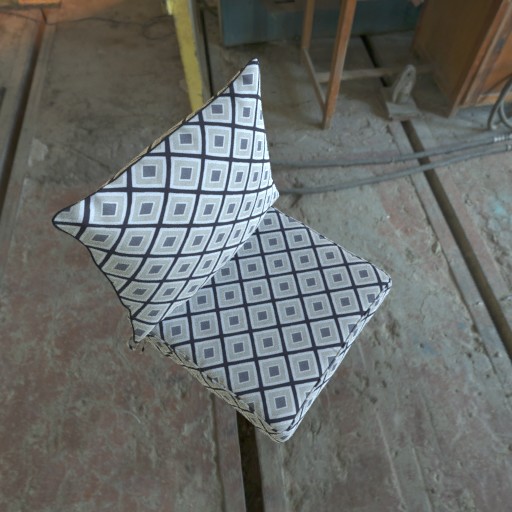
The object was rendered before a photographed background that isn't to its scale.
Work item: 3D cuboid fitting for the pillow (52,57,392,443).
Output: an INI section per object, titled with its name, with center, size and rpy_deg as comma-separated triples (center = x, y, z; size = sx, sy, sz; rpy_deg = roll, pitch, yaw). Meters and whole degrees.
[pillow]
center = 0.000, 0.000, 1.351
size = 0.733, 0.722, 0.798
rpy_deg = 32, 63, 19
